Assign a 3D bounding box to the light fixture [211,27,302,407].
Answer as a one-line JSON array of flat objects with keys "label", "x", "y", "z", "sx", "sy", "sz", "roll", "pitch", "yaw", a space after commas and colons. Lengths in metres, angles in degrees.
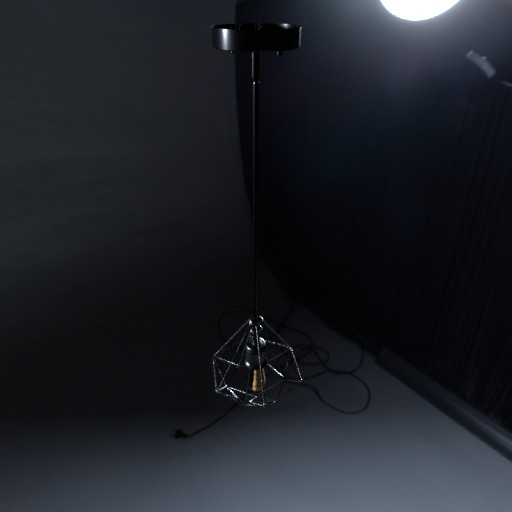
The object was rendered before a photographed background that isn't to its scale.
[{"label": "light fixture", "x": 0.000, "y": 0.000, "z": 1.914, "sx": 0.487, "sy": 1.764, "sz": 0.431, "roll": -23, "pitch": 38, "yaw": -33}]
